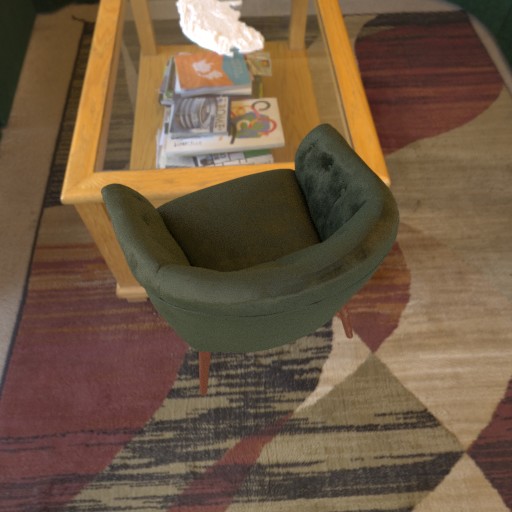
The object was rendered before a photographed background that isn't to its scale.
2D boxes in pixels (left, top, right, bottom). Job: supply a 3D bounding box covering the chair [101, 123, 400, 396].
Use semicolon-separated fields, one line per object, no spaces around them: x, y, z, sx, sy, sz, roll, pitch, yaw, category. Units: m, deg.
0.000;0.000;1.534;0.851;0.885;0.776;-19;61;-11;chair
